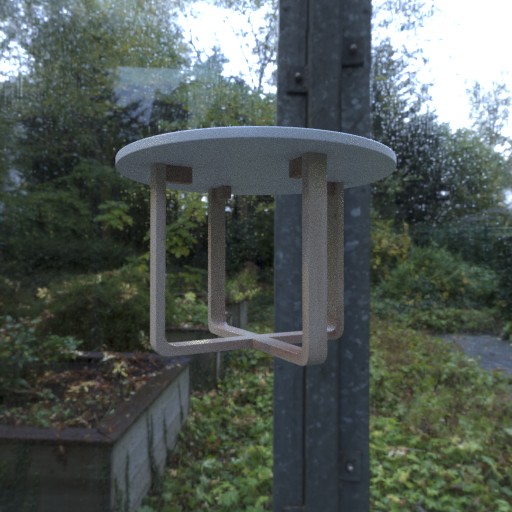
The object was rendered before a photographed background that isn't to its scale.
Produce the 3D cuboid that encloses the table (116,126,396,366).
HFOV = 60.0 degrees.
[{"bbox_3d":[0.000,0.000,0.991,0.600,0.400,0.600,0,-1,0],"label":"table"}]
